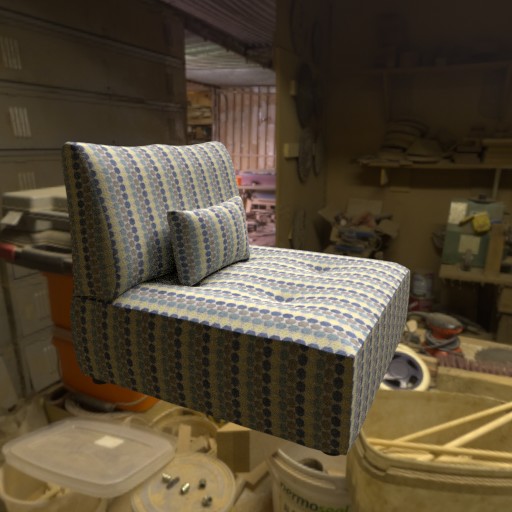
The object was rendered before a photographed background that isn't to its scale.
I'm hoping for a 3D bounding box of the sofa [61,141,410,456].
[{"bbox_3d":[0.000,0.000,1.662,1.000,0.830,0.930,7,16,26],"label":"sofa"}]
